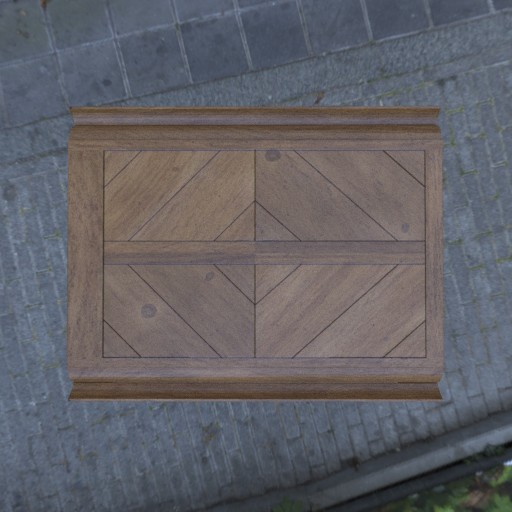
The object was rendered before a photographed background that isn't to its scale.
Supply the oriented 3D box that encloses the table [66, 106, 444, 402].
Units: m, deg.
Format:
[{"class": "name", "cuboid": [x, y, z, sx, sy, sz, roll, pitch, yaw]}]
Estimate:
[{"class": "table", "cuboid": [0.000, 0.000, 1.259, 0.746, 0.763, 0.591, 0, 89, 0]}]
